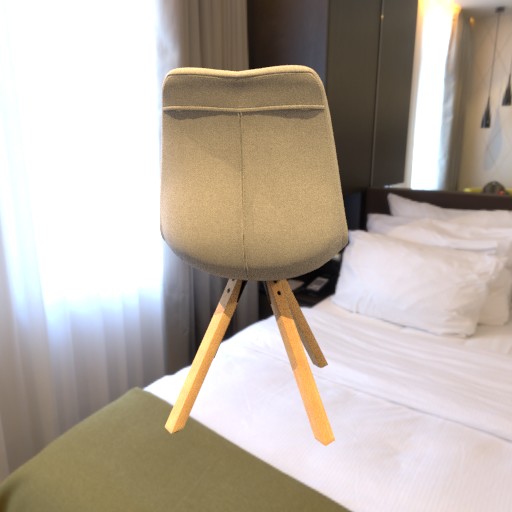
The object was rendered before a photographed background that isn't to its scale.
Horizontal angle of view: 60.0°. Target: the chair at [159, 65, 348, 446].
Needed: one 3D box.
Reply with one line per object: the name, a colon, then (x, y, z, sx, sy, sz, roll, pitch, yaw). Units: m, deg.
chair: (0.000, 0.000, 1.184, 0.474, 0.863, 0.549, 2, 14, 7)
